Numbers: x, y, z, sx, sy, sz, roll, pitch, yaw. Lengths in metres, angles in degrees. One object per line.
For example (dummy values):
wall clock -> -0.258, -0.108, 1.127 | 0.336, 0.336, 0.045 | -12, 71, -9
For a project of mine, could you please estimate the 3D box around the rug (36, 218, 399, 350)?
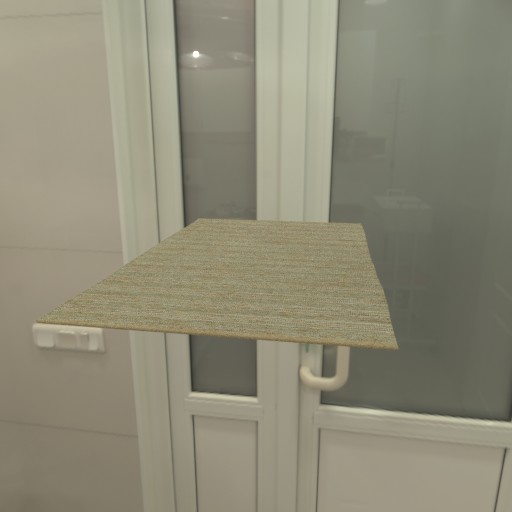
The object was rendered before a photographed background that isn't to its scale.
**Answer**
rug -> 0.000, 0.000, 2.969 | 1.540, 0.012, 2.448 | 3, 16, 9
